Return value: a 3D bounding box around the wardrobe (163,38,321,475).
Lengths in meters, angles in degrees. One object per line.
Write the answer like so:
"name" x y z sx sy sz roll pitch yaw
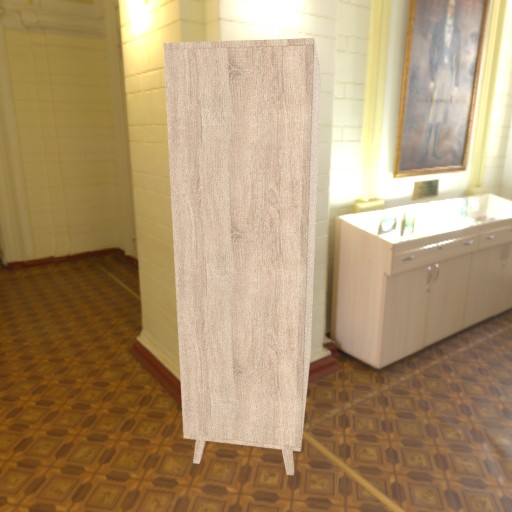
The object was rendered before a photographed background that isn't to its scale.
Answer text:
"wardrobe" 0.000 0.000 2.406 0.600 1.960 1.000 3 16 9
